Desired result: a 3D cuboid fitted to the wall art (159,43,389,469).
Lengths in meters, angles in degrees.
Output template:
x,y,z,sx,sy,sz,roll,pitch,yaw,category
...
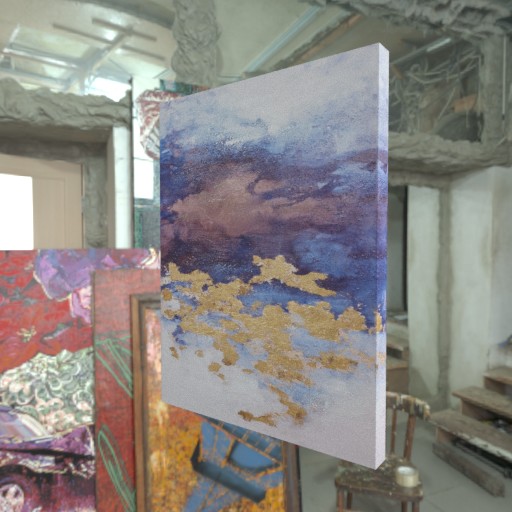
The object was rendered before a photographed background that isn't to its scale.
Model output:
x,y,z,sx,sy,sz,roll,pitch,yaw,category
0.000,0.000,0.745,0.437,0.581,0.036,1,2,37,wall art
